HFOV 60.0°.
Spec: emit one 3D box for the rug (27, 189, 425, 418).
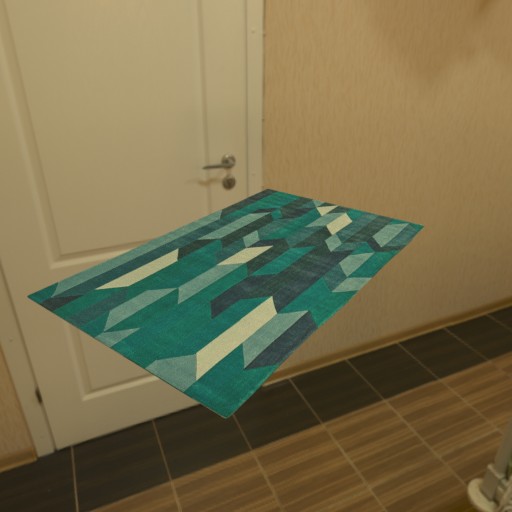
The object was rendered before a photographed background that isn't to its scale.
[{"bbox_3d":[0.000,0.000,3.032,1.528,0.005,2.420,19,33,32],"label":"rug"}]
